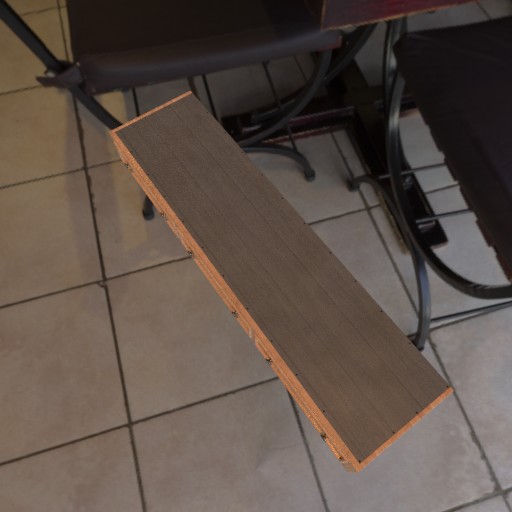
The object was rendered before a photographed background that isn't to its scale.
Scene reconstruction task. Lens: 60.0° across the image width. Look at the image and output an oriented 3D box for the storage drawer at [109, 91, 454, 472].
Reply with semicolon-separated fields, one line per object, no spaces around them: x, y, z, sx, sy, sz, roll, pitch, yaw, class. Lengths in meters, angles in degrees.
0.000;0.000;2.217;0.538;0.264;2.032;-33;69;-15;storage drawer
